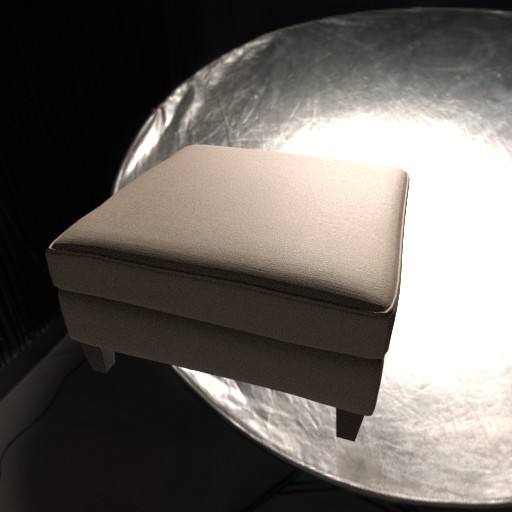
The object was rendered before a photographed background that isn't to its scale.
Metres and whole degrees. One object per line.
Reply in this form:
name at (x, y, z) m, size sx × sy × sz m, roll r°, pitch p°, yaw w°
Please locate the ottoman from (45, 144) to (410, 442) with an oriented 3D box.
ottoman at (0.000, 0.000, 1.374) m, size 0.838 × 0.481 × 0.838 m, roll 10°, pitch 34°, yaw 15°
